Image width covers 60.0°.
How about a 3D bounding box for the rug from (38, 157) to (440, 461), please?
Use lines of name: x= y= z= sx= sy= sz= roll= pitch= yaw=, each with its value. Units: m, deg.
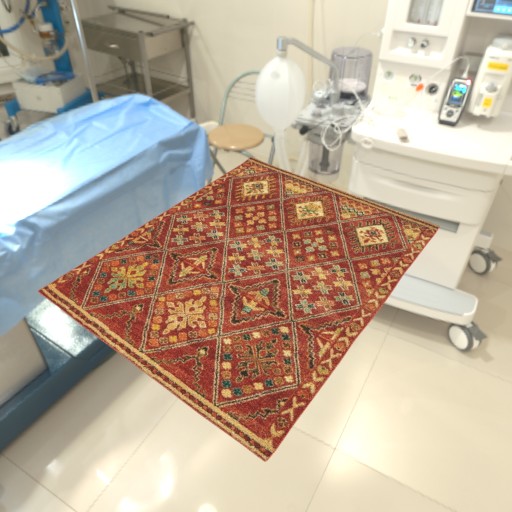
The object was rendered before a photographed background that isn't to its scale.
rug: x=0.000 y=0.000 z=4.244 sx=2.489 sy=0.030 sz=3.086 roll=26 pitch=47 yaw=27
